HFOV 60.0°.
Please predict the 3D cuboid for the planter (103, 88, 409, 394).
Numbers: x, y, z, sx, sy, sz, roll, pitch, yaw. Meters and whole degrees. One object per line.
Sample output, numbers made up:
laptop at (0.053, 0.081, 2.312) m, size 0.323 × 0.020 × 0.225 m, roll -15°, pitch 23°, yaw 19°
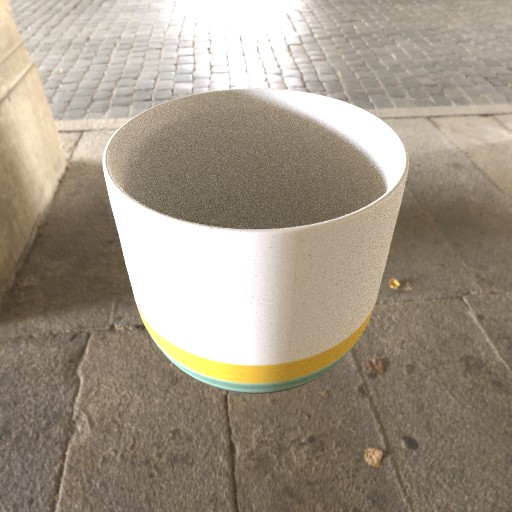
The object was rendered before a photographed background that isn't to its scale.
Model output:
planter at (0.000, 0.000, 0.484) m, size 0.268 × 0.270 × 0.268 m, roll 0°, pitch 41°, yaw 0°
